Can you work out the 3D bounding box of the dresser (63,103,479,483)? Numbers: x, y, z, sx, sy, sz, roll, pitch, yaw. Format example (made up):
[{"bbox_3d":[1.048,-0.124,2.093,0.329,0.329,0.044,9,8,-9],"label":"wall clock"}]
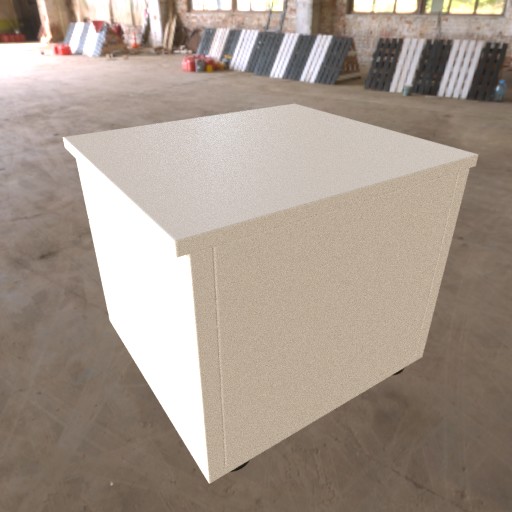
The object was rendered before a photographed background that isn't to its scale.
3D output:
[{"bbox_3d":[0.000,0.000,0.707,0.430,0.360,0.400,-19,35,-29],"label":"dresser"}]
